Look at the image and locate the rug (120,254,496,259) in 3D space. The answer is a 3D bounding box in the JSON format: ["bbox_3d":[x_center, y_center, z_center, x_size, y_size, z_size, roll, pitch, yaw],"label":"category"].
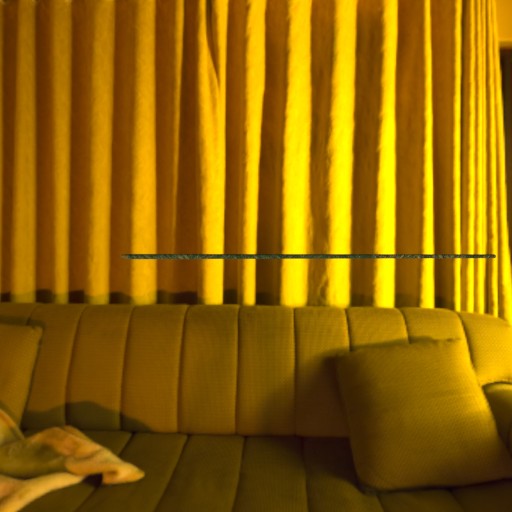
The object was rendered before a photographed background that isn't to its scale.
[{"bbox_3d":[0.000,0.000,4.177,2.405,0.027,3.217,0,0,-18],"label":"rug"}]
